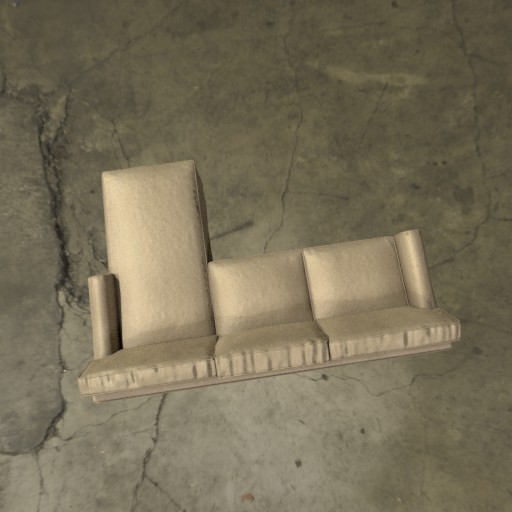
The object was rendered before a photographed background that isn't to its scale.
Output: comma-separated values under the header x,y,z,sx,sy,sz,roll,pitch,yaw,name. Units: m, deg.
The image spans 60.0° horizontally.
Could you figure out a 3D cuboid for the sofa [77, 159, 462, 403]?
x,y,z,sx,sy,sz,roll,pitch,yaw,name
0.000,0.000,3.324,2.475,0.978,1.733,-8,78,-2,sofa
